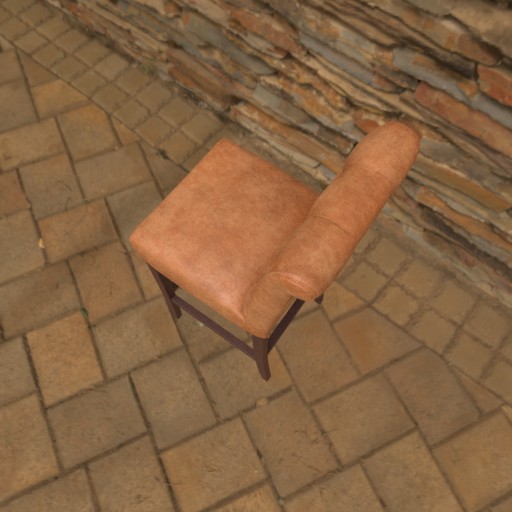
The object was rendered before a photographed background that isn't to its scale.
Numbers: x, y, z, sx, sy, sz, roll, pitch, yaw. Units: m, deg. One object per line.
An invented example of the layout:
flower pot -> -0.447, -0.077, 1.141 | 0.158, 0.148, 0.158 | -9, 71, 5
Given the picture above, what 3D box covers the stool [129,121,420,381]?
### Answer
stool -> 0.000, 0.000, 1.455 | 0.601, 1.140, 0.493 | 33, 68, 15
